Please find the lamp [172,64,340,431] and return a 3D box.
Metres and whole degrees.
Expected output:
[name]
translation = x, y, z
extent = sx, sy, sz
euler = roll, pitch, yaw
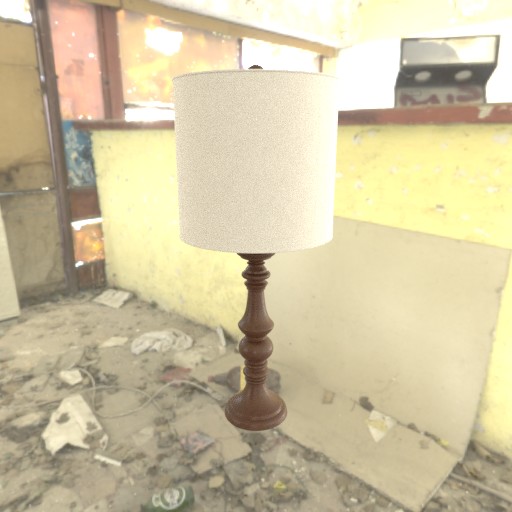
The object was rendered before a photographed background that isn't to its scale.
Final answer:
[lamp]
translation = 0.000, 0.000, 0.745
extent = 0.250, 0.597, 0.250
euler = -8, 17, -26
